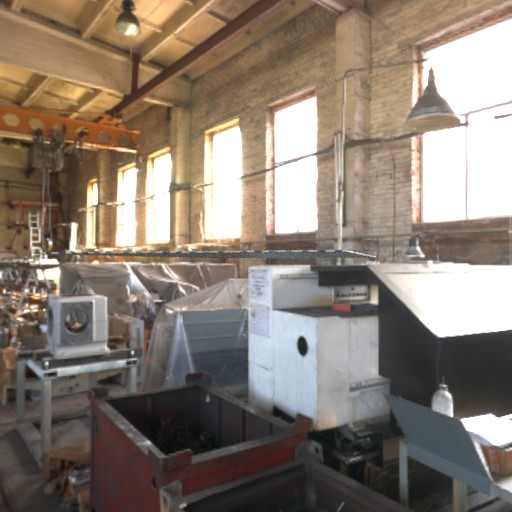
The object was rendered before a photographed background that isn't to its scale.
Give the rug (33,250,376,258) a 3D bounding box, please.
[{"bbox_3d":[0.000,0.000,3.112,1.531,0.008,2.439,0,-1,18],"label":"rug"}]
